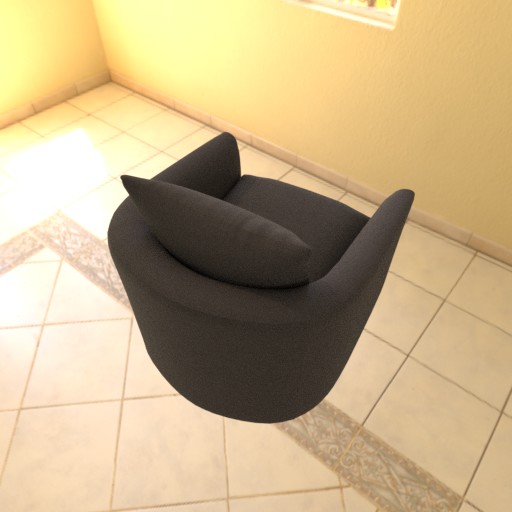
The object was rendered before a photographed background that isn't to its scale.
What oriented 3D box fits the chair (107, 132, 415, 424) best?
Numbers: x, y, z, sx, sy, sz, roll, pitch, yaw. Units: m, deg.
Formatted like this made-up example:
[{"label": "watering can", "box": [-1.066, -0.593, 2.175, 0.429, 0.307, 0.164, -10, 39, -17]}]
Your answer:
[{"label": "chair", "box": [0.000, 0.000, 1.586, 0.845, 0.848, 0.910, 23, 51, 20]}]
